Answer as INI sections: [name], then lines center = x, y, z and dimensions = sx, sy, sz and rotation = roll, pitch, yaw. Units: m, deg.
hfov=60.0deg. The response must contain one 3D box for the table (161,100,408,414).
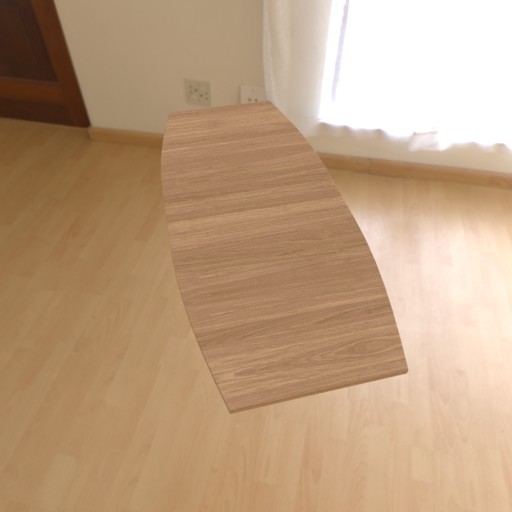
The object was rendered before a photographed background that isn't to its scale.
[table]
center = 0.000, 0.000, 2.514
dimensions = 0.900, 0.750, 2.032
rotation = -10, 48, -9
